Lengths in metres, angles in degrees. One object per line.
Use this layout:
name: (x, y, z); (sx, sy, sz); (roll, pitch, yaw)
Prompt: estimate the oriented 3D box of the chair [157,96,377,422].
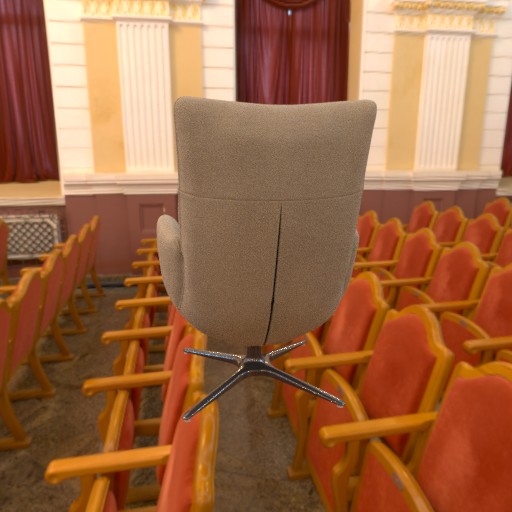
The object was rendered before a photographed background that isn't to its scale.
chair: (0.000, 0.000, 1.623); (0.711, 1.016, 0.889); (-2, 14, -9)
